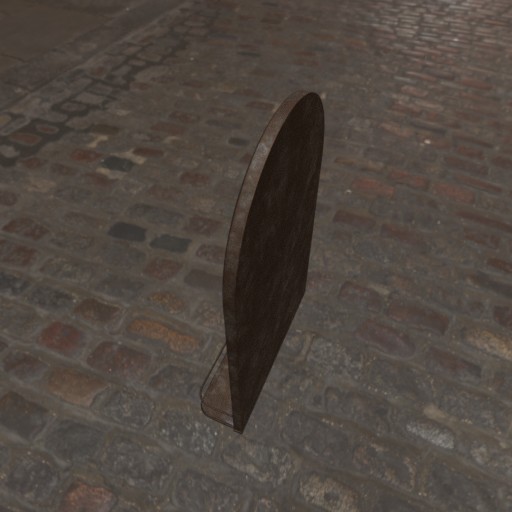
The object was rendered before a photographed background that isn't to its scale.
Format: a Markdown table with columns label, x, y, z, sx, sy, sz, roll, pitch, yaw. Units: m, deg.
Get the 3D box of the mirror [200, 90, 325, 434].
| label | x | y | z | sx | sy | sz | roll | pitch | yaw |
| --- | --- | --- | --- | --- | --- | --- | --- | --- | --- |
| mirror | 0.000 | 0.000 | 1.030 | 0.137 | 0.770 | 0.510 | 17 | 49 | 16 |
